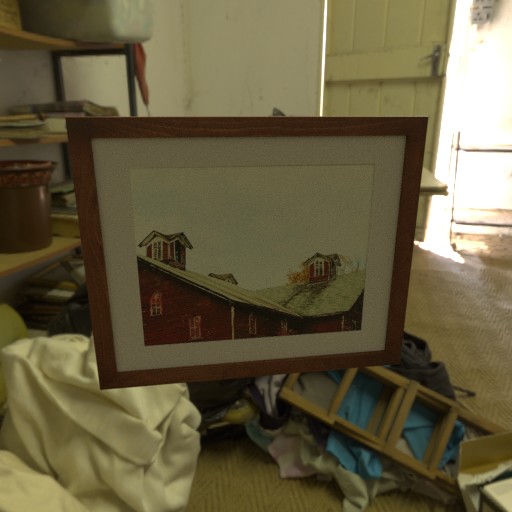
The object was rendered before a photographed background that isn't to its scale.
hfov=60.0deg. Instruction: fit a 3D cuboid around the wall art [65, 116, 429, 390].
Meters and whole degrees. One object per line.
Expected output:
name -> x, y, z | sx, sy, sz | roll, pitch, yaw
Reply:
wall art -> 0.000, 0.000, 0.761 | 0.558, 0.457, 0.033 | -3, 18, -8
